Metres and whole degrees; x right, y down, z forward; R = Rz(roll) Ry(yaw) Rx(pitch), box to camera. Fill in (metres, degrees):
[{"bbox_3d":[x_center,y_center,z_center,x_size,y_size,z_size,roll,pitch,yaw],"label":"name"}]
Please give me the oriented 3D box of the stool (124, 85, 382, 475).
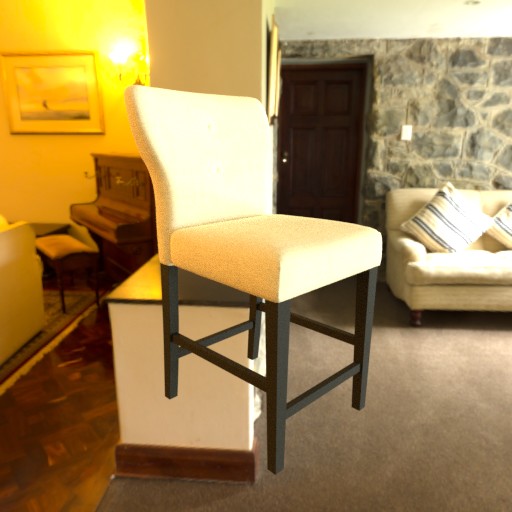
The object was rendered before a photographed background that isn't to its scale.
[{"bbox_3d":[0.000,0.000,1.333,0.603,0.972,0.514,14,20,43],"label":"stool"}]
